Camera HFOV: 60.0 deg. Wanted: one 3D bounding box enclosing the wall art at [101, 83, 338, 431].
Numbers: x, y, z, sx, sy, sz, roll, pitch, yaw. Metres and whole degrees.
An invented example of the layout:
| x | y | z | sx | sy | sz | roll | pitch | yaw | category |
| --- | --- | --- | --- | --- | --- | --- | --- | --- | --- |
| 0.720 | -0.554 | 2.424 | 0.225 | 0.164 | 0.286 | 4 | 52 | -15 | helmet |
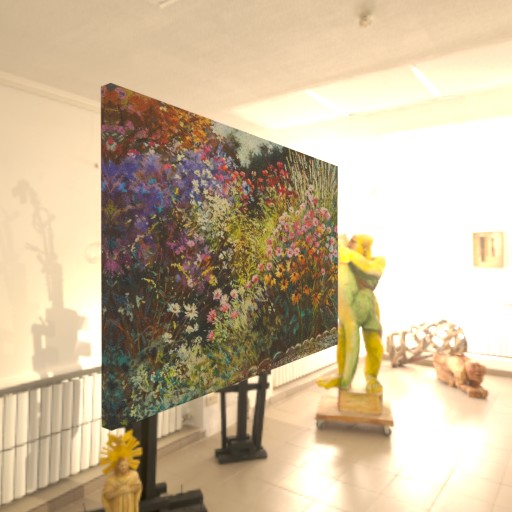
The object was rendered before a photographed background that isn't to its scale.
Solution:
| x | y | z | sx | sy | sz | roll | pitch | yaw | category |
| --- | --- | --- | --- | --- | --- | --- | --- | --- | --- |
| 0.000 | 0.000 | 1.438 | 0.042 | 0.760 | 1.136 | 0 | 0 | 36 | wall art |
